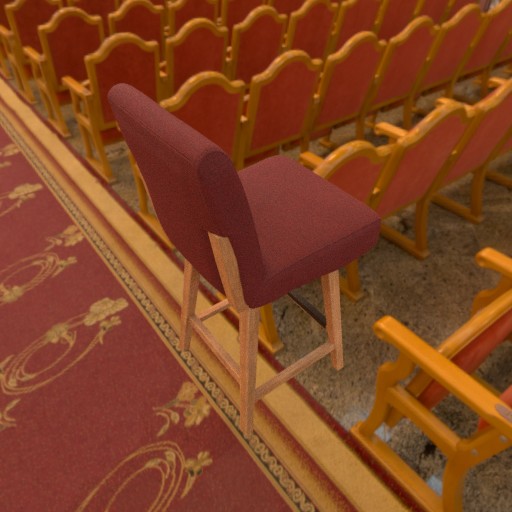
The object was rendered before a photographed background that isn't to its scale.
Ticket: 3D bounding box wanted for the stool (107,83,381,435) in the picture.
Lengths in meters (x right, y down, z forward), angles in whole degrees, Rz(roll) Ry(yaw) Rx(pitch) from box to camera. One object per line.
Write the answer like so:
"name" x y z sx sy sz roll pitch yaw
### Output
"stool" 0.000 0.000 1.335 0.562 1.038 0.468 -26 48 -27
